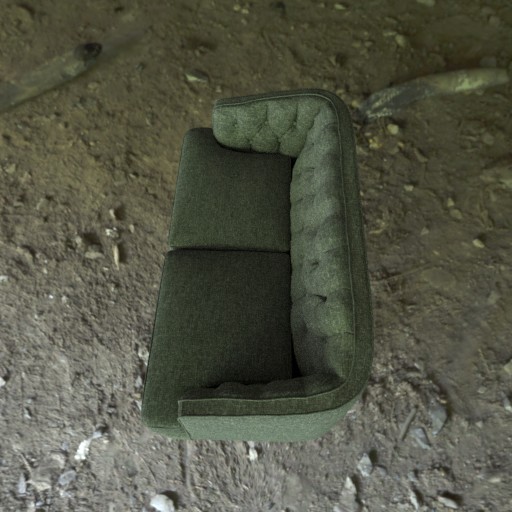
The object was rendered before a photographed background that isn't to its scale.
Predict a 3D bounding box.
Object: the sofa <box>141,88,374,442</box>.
[{"bbox_3d":[0.000,0.000,2.289,0.941,0.855,1.733,2,60,1],"label":"sofa"}]
